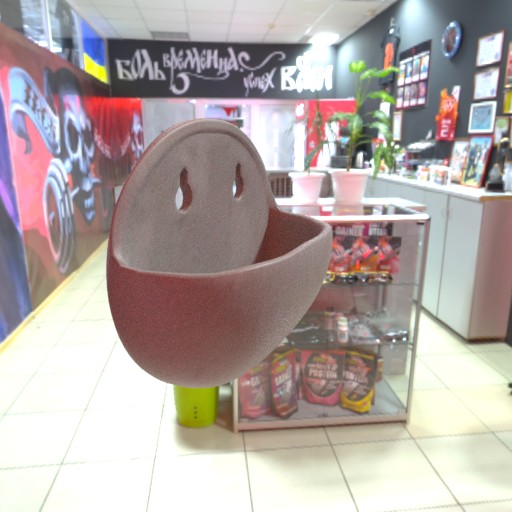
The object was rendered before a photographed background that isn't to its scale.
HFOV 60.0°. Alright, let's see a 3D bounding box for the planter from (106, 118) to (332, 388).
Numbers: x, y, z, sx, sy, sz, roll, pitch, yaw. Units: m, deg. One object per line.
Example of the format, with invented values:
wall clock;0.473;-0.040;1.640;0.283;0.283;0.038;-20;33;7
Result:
planter;0.000;0.000;0.274;0.073;0.164;0.190;7;16;26
